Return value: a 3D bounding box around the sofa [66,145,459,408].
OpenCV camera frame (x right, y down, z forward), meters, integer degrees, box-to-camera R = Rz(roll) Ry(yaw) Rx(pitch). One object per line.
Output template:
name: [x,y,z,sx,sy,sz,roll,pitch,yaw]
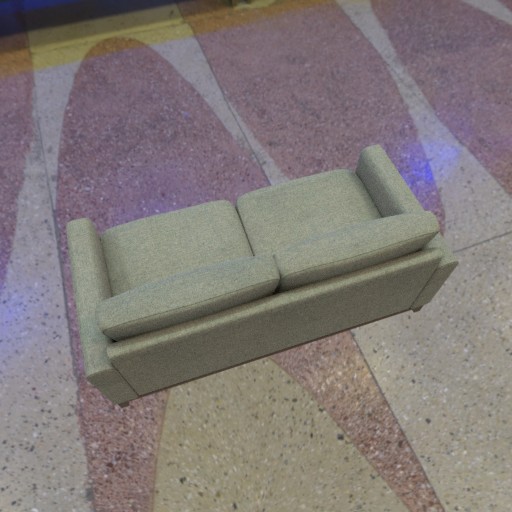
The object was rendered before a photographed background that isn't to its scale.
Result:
sofa: [0.000,0.000,2.565,1.978,0.892,0.969,-16,59,-10]
